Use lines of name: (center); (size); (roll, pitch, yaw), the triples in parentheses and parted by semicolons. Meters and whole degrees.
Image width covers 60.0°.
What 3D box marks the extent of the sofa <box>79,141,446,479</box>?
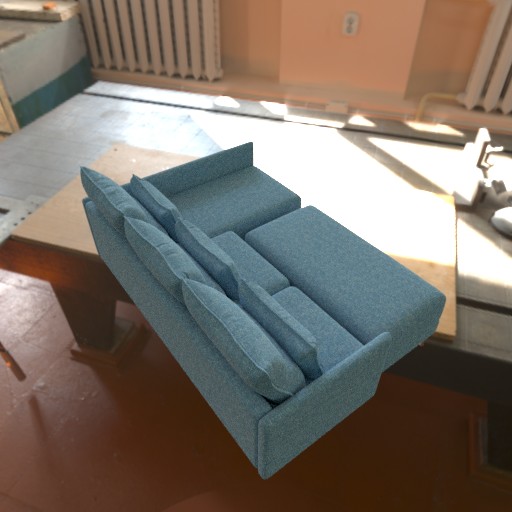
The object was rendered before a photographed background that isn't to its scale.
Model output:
sofa: (0.000, 0.000, 2.786); (1.420, 0.899, 2.034); (-26, 47, -27)
